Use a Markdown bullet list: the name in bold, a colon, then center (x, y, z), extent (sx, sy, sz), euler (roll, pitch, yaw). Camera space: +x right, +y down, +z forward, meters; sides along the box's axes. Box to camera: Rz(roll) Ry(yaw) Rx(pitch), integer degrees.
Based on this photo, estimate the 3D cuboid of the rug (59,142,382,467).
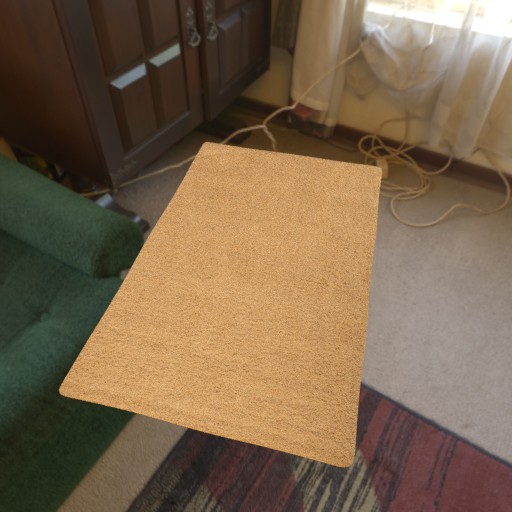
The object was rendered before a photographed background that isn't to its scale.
- **rug**: center (0.000, 0.000, 2.908), extent (1.500, 0.025, 2.349), euler (10, 48, 10)
